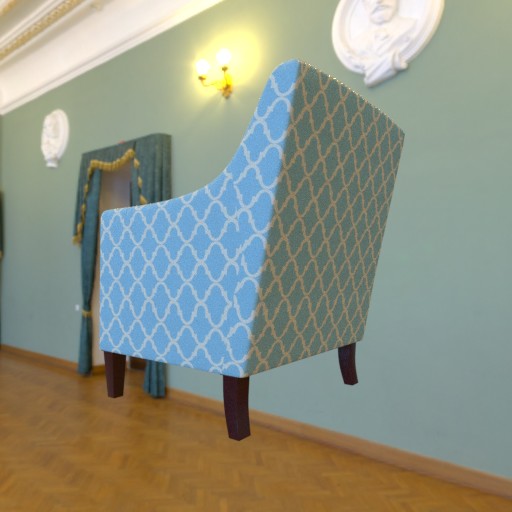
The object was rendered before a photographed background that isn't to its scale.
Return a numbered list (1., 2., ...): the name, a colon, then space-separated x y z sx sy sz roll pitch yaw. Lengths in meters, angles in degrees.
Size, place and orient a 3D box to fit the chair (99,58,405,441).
1. chair: 0.000 0.000 1.318 0.686 0.817 0.617 -1 -2 38
